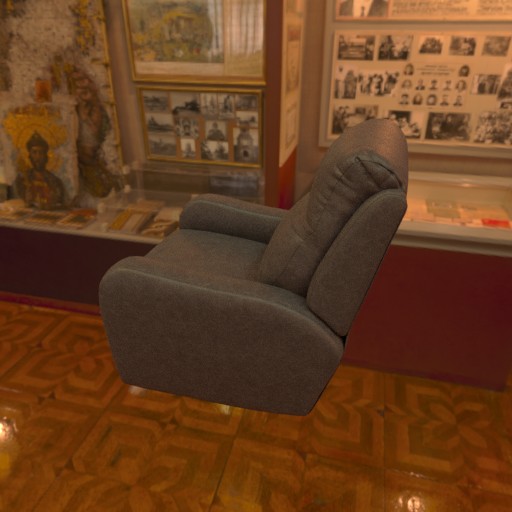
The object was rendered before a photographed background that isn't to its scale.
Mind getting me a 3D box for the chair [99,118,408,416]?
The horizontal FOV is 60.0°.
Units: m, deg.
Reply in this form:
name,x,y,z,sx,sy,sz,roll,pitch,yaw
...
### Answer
name,x,y,z,sx,sy,sz,roll,pitch,yaw
chair,0.000,0.000,1.823,1.067,1.067,0.865,8,29,14
